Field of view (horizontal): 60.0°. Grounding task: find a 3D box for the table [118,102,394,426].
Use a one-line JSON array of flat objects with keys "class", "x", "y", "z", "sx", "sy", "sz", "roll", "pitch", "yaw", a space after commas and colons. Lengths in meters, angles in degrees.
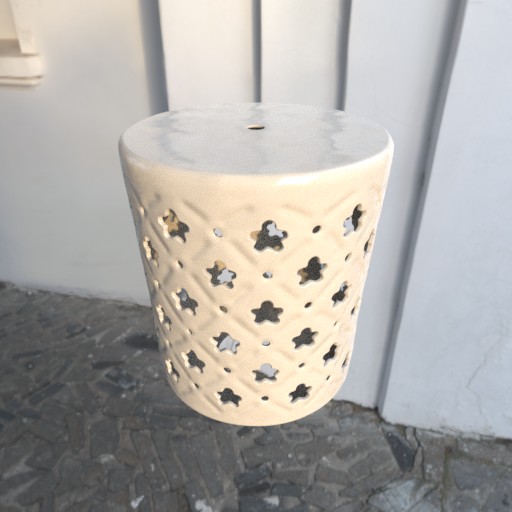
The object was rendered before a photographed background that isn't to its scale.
[{"class": "table", "x": 0.000, "y": 0.000, "z": 0.671, "sx": 0.352, "sy": 0.387, "sz": 0.352, "roll": 0, "pitch": 30, "yaw": 0}]
